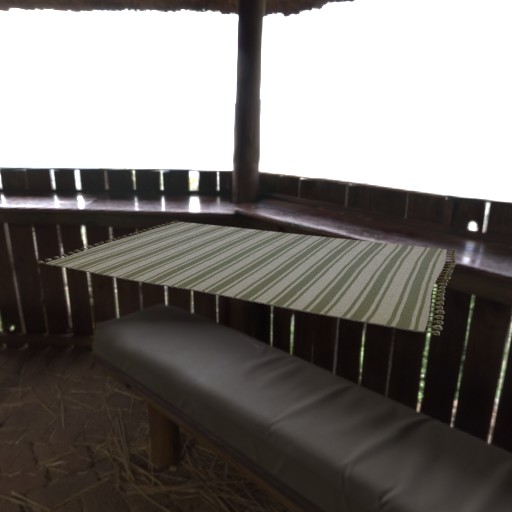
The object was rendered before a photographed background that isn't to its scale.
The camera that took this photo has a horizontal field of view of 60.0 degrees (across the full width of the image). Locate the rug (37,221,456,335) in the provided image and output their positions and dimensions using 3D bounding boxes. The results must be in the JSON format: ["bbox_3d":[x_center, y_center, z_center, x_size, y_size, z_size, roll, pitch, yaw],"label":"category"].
[{"bbox_3d":[0.000,0.000,2.294,1.875,0.013,1.162,8,17,25],"label":"rug"}]
